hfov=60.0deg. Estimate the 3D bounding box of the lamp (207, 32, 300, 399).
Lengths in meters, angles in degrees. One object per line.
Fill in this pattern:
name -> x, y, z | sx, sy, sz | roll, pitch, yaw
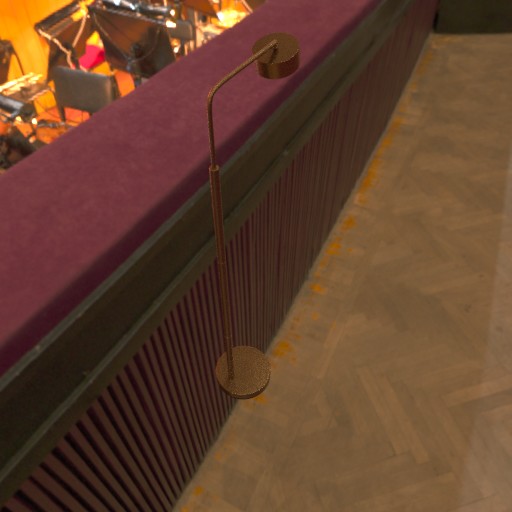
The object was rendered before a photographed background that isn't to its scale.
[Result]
lamp -> 0.000, 0.000, 1.421 | 0.219, 1.230, 0.418 | 24, 51, 21
